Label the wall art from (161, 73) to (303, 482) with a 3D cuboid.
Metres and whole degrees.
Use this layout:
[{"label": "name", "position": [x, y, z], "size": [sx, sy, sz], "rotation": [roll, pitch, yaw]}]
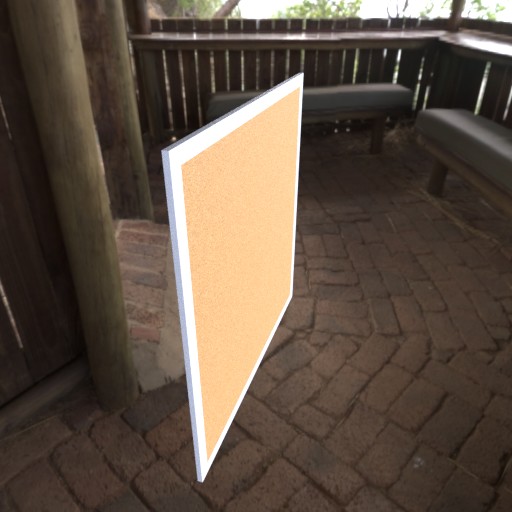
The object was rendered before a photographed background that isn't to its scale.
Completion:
[{"label": "wall art", "position": [0.000, 0.000, 0.820], "size": [0.009, 0.559, 0.558], "rotation": [10, 32, 17]}]
